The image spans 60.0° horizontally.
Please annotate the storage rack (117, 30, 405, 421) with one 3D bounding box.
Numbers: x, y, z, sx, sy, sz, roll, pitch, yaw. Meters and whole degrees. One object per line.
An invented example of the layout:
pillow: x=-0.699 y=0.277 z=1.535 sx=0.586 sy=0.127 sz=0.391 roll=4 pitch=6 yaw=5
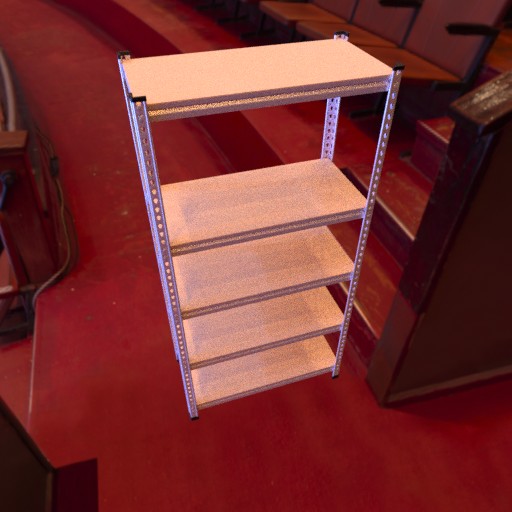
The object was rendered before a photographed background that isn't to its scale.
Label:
storage rack: x=0.000 y=0.000 z=2.146 sx=0.914 sy=1.829 sz=0.457 roll=-12 pitch=43 yaw=-14
